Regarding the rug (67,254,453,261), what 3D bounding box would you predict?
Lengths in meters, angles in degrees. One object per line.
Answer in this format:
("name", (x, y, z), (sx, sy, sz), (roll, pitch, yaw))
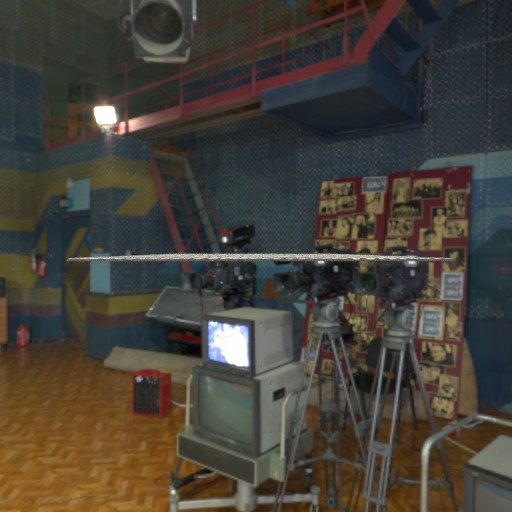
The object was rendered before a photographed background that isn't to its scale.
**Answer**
("rug", (0.000, 0.000, 2.953), (1.517, 0.011, 2.435), (0, 1, -1))
